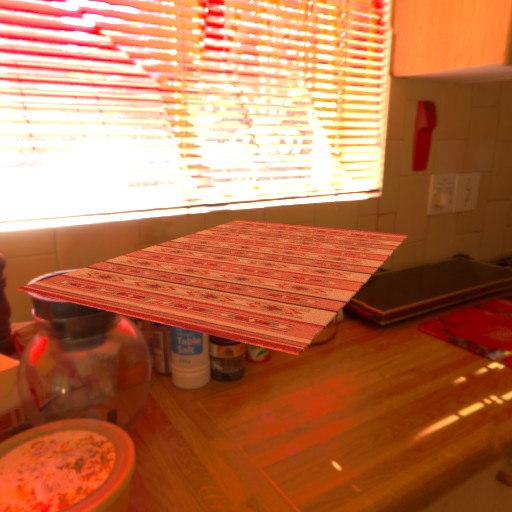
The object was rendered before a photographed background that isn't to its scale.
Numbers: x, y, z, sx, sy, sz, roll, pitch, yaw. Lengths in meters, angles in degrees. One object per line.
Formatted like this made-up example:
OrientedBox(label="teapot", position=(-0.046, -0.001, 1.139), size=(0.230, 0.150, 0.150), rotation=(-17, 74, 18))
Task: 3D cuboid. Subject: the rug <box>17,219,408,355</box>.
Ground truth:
OrientedBox(label="rug", position=(0.000, 0.000, 2.283), size=(1.223, 0.008, 1.817), rotation=(7, 16, 27))
